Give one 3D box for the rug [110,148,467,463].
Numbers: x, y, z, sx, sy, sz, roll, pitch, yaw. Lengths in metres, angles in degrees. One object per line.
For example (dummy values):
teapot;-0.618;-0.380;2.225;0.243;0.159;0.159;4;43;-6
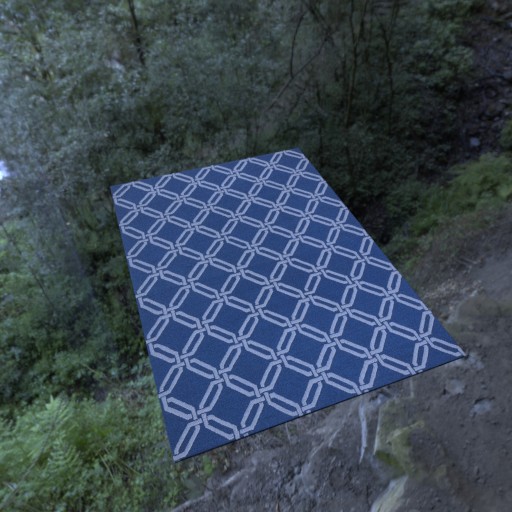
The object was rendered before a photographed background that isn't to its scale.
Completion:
rug;0.000;0.000;4.416;2.432;0.018;3.342;-15;47;-14
